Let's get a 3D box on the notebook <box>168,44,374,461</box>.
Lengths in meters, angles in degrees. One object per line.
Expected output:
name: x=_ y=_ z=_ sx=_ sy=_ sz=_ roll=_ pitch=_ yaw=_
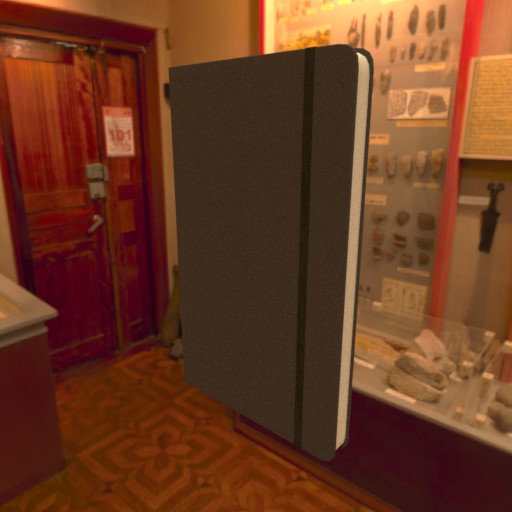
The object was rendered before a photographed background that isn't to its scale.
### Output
notebook: x=0.000 y=0.000 z=0.258 sx=0.127 sy=0.213 sz=0.016 roll=14 pitch=21 yaw=40
